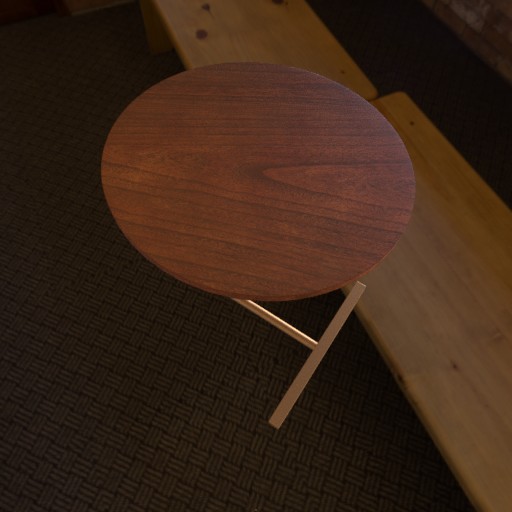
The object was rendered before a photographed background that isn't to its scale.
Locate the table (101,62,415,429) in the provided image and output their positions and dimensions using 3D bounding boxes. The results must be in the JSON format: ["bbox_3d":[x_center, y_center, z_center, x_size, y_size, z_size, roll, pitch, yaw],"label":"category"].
[{"bbox_3d":[0.000,0.000,1.112,0.577,0.706,0.530,31,65,16],"label":"table"}]
